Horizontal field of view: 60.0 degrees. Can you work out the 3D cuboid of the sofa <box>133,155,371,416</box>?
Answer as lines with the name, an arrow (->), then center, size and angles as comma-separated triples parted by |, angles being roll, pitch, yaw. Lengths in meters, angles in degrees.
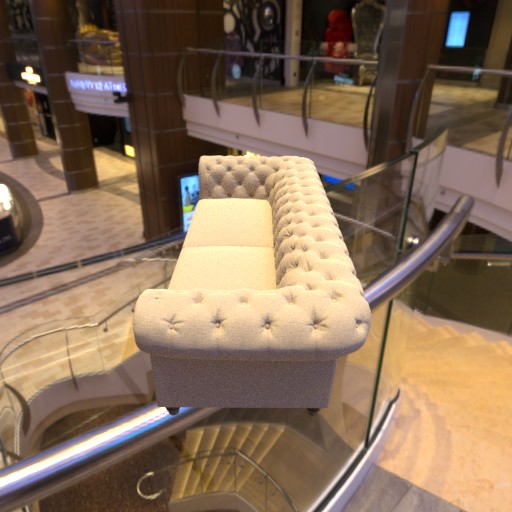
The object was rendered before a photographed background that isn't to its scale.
sofa -> 0.000, 0.000, 3.177 | 1.076, 0.847, 2.694 | 0, 28, 0
